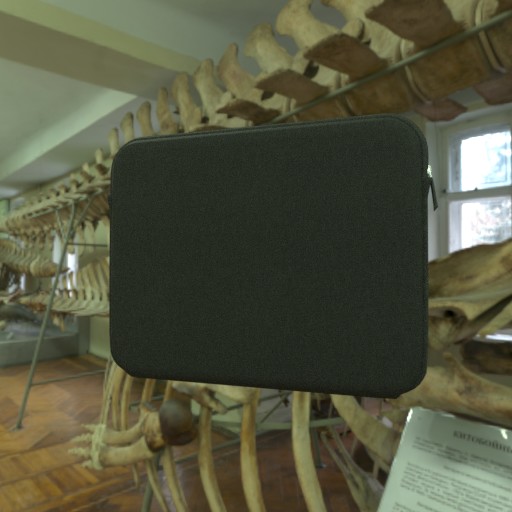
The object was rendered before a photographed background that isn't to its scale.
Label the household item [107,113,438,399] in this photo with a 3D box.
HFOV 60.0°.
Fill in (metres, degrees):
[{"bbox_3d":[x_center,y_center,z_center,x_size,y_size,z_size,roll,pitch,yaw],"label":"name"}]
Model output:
[{"bbox_3d":[0.000,0.000,0.519,0.396,0.305,0.030,0,-1,17],"label":"household item"}]
